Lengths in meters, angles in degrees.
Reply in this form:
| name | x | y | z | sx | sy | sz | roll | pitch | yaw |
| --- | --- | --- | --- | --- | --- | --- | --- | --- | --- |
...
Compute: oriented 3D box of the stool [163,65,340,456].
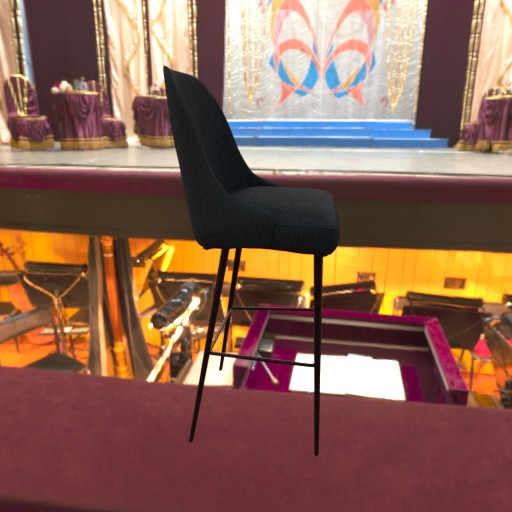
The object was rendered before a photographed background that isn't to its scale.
| name | x | y | z | sx | sy | sz | roll | pitch | yaw |
| --- | --- | --- | --- | --- | --- | --- | --- | --- | --- |
| stool | 0.000 | 0.000 | 1.373 | 0.489 | 1.079 | 0.527 | 2 | 17 | 8 |
